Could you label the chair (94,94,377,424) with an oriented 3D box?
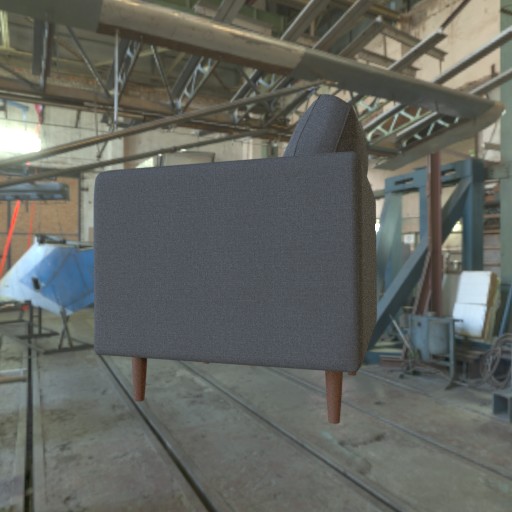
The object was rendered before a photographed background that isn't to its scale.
[{"bbox_3d":[0.000,0.000,1.579,0.800,0.927,0.854,0,0,18],"label":"chair"}]
